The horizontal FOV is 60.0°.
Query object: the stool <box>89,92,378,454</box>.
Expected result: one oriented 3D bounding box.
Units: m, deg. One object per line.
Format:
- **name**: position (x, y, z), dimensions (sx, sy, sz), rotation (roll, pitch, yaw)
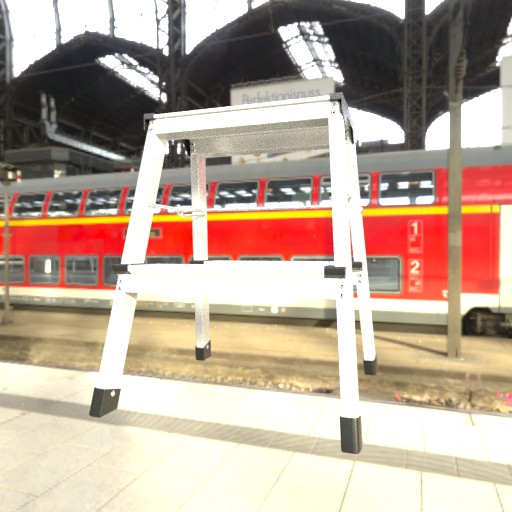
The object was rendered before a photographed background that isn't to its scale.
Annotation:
- **stool**: position (0.000, 0.000, 0.793), dimensions (0.404, 0.480, 0.405), rotation (0, 1, 18)
